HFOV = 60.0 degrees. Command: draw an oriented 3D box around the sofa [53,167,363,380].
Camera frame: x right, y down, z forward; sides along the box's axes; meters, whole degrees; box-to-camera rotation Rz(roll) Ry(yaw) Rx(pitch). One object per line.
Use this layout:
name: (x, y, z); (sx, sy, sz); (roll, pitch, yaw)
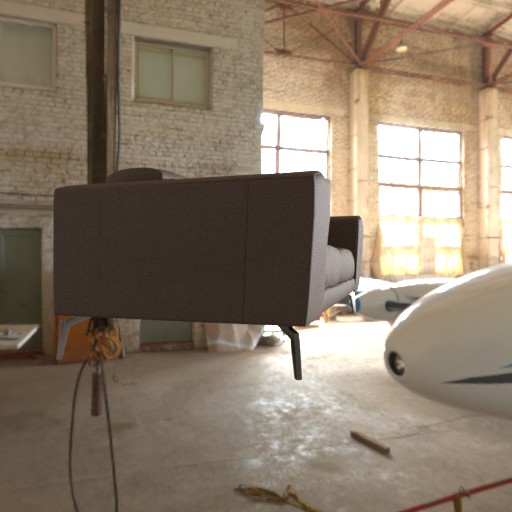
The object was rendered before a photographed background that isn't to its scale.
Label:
sofa: (0.000, 0.000, 2.369); (1.003, 0.779, 1.895); (0, -1, 18)
